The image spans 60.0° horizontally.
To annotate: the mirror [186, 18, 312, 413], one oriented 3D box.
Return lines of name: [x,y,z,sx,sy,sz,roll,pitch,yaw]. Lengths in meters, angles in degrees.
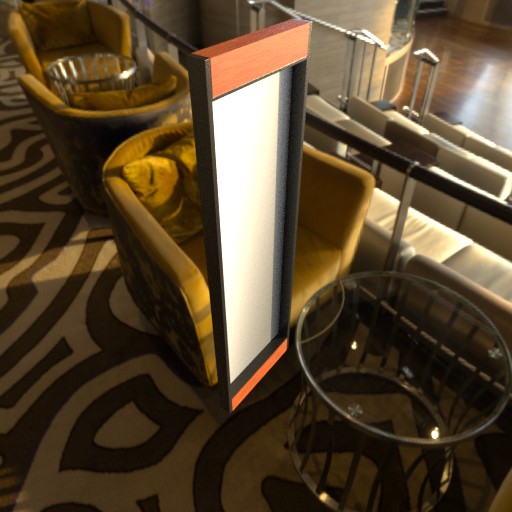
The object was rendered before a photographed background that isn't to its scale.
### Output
mirror: [0.000,0.000,1.227,0.047,1.123,0.343,26,47,28]
